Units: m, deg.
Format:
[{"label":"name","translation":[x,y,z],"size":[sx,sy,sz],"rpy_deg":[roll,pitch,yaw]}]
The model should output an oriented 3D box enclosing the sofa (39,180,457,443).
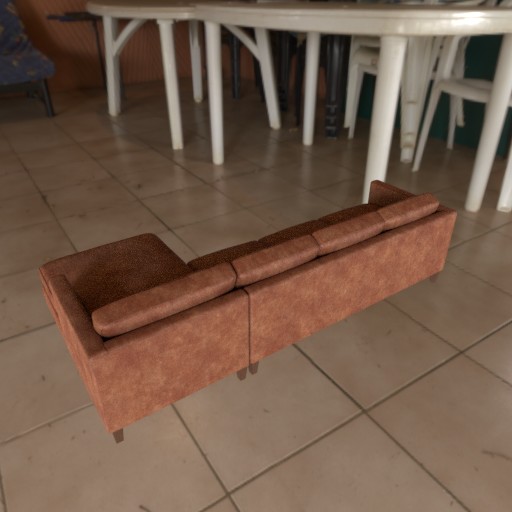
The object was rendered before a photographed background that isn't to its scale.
[{"label":"sofa","translation":[0.000,0.000,3.795],"size":[3.203,0.883,1.581],"rpy_deg":[-19,36,-29]}]
